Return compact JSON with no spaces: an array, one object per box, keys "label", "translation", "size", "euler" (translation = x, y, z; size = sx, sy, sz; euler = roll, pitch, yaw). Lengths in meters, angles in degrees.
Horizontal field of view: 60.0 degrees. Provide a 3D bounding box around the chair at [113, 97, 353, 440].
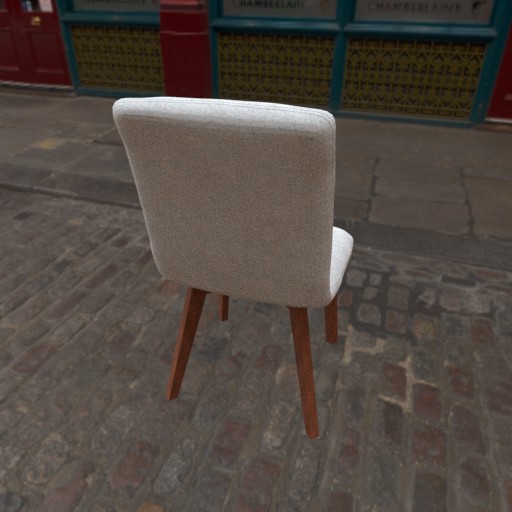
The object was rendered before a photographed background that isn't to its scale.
[{"label":"chair","translation":[0.000,0.000,1.299],"size":[0.522,0.974,0.563],"euler":[9,32,15]}]
